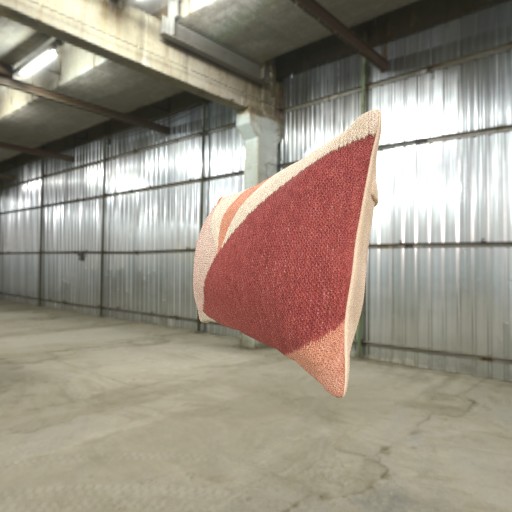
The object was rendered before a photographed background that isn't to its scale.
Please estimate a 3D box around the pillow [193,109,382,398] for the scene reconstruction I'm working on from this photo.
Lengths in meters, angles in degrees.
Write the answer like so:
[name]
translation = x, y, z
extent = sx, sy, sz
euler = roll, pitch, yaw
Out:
[pillow]
translation = 0.000, 0.000, 0.724
extent = 0.155, 0.292, 0.609
euler = 0, -1, -20
